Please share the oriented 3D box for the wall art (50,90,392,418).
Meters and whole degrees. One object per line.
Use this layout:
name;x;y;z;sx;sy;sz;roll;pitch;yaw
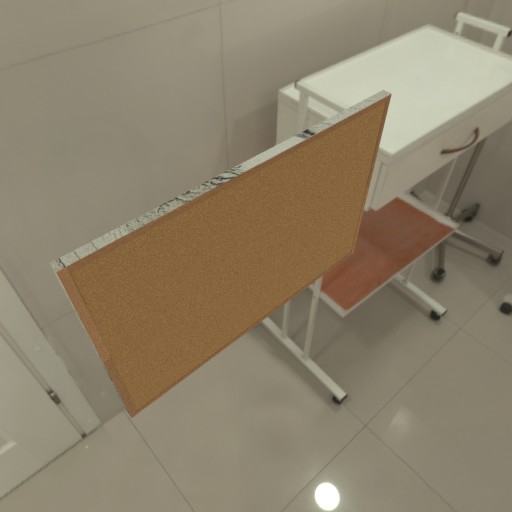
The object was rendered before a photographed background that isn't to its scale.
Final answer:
wall art;0.000;0.000;1.467;1.141;0.758;0.035;-33;56;-26
